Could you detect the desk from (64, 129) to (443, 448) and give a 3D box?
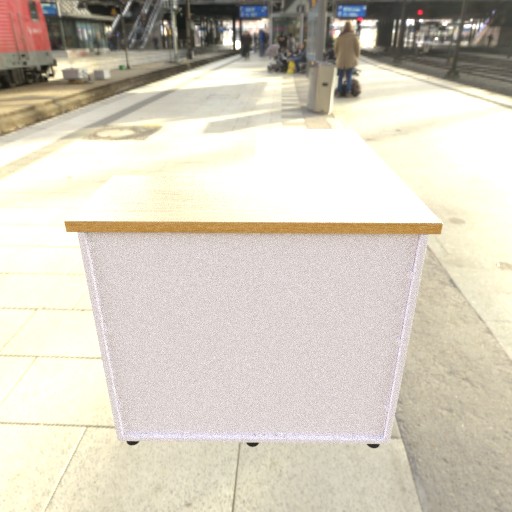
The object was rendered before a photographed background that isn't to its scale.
[{"bbox_3d":[0.000,0.000,1.743,0.900,0.760,1.170,0,26,1],"label":"desk"}]
